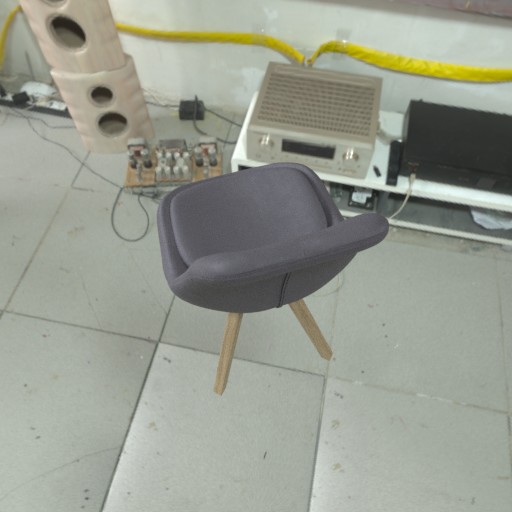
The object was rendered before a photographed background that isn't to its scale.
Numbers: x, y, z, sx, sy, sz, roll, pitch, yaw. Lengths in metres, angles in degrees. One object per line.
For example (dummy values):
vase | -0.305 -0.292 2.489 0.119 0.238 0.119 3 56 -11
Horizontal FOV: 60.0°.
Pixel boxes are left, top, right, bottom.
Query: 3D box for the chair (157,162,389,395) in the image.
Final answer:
chair | 0.000 0.000 1.191 0.483 0.865 0.547 -15 60 -9
